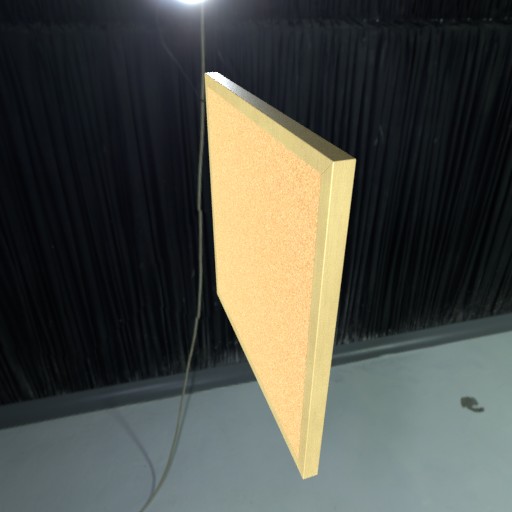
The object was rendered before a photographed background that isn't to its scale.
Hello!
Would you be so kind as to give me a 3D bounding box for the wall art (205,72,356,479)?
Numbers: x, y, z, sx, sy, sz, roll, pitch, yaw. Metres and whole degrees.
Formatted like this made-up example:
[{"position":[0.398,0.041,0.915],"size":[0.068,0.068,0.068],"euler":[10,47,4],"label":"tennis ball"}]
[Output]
[{"position":[0.000,0.000,1.135],"size":[0.037,0.763,0.763],"euler":[-10,33,-16],"label":"wall art"}]
